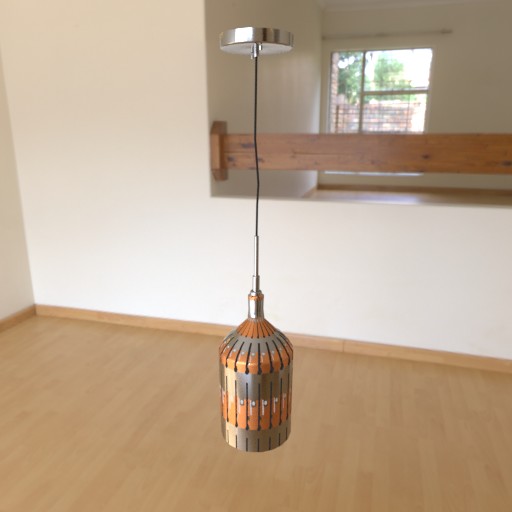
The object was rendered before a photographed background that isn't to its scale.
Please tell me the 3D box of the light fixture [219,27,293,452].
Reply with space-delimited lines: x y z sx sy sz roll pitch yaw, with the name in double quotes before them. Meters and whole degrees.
"light fixture" 0.000 0.000 1.694 0.303 1.535 0.303 0 16 0
